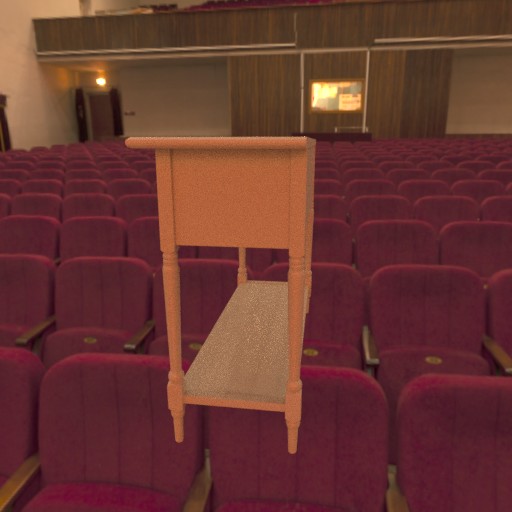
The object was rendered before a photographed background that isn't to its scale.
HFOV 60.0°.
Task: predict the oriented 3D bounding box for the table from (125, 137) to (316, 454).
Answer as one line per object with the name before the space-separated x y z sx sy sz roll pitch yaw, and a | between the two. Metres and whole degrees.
table | 0.000 0.000 1.581 0.384 0.808 1.197 2 15 8
